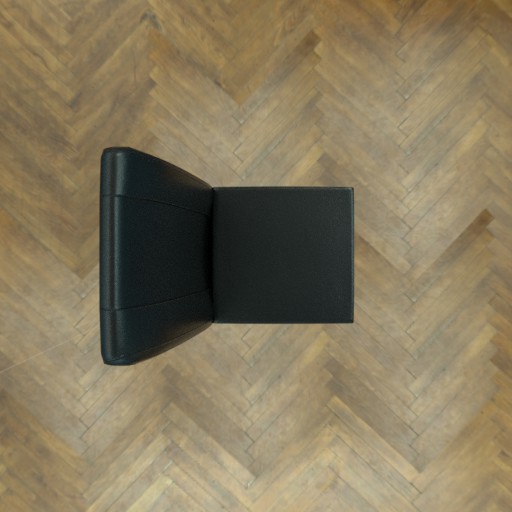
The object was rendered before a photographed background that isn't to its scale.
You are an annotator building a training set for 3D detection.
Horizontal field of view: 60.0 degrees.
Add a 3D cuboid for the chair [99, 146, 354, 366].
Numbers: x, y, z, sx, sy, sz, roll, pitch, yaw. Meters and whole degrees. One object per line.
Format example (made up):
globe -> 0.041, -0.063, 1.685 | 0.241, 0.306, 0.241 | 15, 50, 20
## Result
chair -> 0.000, 0.000, 1.215 | 0.556, 0.897, 0.399 | 0, 90, 0
